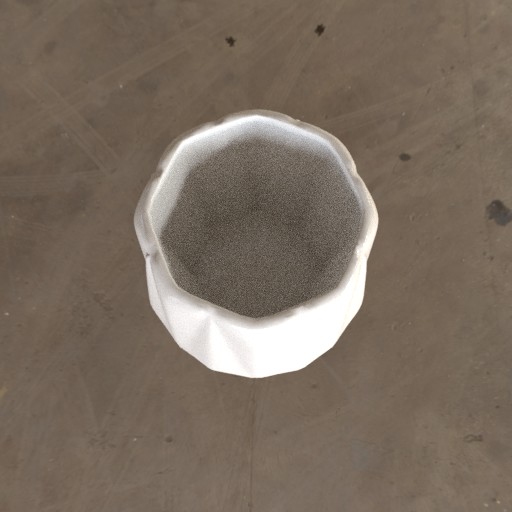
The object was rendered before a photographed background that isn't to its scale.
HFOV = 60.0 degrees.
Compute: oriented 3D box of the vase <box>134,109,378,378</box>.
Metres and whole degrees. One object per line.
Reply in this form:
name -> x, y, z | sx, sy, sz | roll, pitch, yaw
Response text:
vase -> 0.000, 0.000, 0.265 | 0.141, 0.152, 0.141 | 0, 75, 0
